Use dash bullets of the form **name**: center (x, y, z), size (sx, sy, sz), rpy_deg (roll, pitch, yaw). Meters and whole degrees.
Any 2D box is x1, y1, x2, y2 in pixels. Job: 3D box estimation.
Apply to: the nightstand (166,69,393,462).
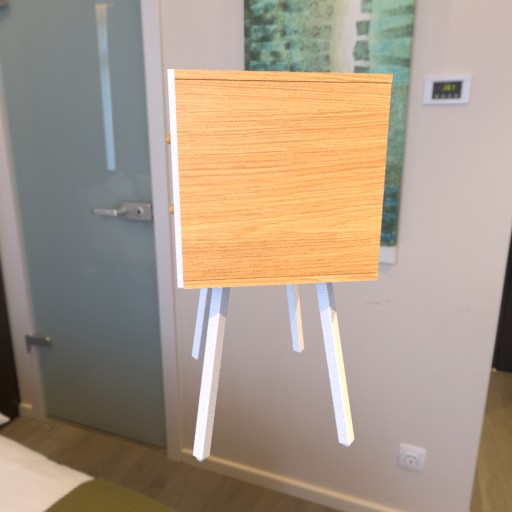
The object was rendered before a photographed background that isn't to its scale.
- **nightstand**: center (0.000, 0.000, 0.846), size (0.316, 0.601, 0.400), rpy_deg (-2, 15, -8)
